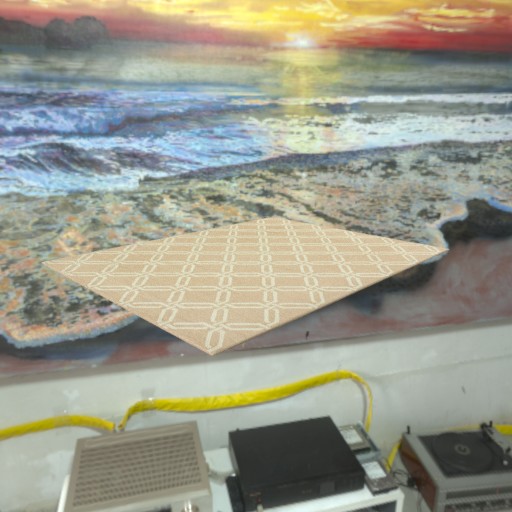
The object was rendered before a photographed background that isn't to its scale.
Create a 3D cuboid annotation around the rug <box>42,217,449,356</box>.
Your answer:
[{"bbox_3d":[0.000,0.000,3.990,2.895,0.018,2.288,-15,22,-43],"label":"rug"}]
